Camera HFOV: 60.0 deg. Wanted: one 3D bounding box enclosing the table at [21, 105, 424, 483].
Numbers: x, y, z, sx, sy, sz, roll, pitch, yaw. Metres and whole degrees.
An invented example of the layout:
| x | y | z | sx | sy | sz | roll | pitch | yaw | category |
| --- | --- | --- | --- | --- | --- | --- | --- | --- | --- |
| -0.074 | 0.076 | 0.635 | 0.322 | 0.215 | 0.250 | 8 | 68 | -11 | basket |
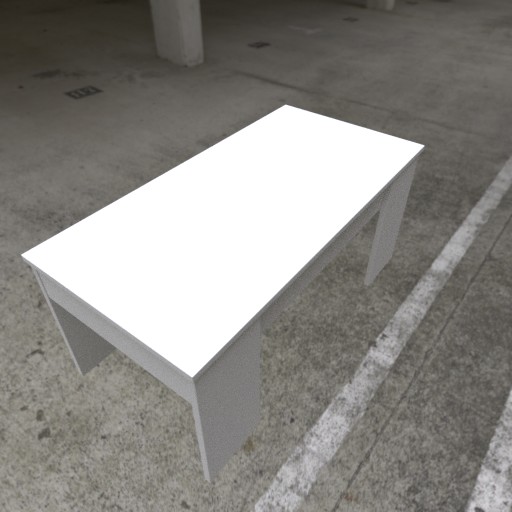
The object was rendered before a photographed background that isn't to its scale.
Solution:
| x | y | z | sx | sy | sz | roll | pitch | yaw | category |
| --- | --- | --- | --- | --- | --- | --- | --- | --- | --- |
| 0.000 | 0.000 | 1.275 | 0.500 | 0.440 | 1.000 | 27 | 48 | 27 | table |
